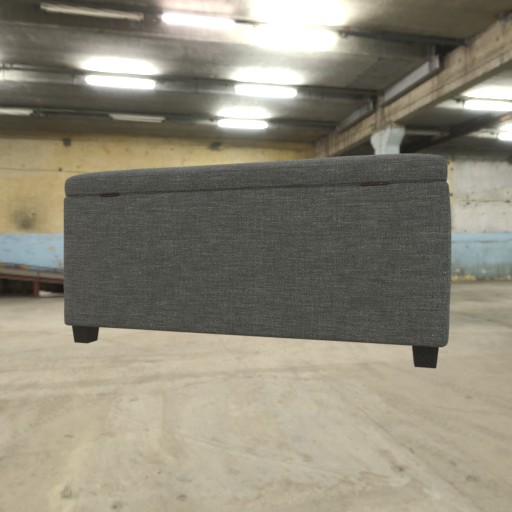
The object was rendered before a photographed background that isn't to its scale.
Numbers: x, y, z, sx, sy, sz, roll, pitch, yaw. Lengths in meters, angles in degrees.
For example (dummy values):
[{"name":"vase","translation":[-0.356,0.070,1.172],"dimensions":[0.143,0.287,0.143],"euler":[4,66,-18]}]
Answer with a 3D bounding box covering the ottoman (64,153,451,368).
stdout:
[{"name":"ottoman","translation":[0.000,0.000,1.153],"dimensions":[0.902,0.432,0.419],"euler":[0,1,17]}]
